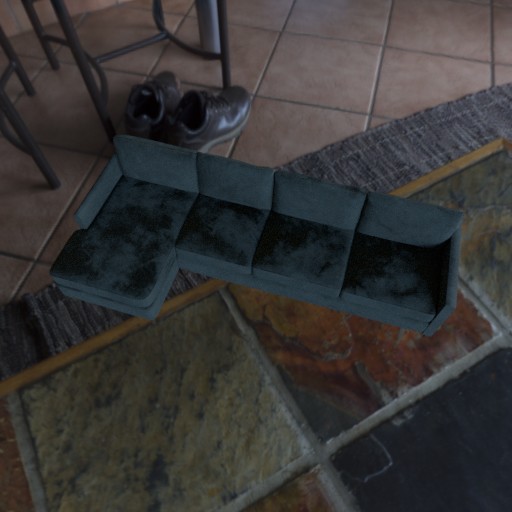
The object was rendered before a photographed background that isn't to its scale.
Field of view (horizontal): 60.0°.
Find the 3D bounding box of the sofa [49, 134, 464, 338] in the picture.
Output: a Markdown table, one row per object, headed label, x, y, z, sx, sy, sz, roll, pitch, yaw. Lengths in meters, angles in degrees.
| label | x | y | z | sx | sy | sz | roll | pitch | yaw |
| --- | --- | --- | --- | --- | --- | --- | --- | --- | --- |
| sofa | 0.000 | 0.000 | 4.026 | 3.400 | 0.967 | 1.500 | 14 | 59 | 9 |
